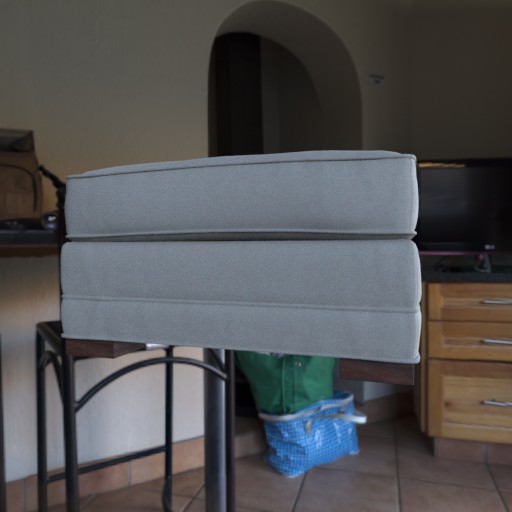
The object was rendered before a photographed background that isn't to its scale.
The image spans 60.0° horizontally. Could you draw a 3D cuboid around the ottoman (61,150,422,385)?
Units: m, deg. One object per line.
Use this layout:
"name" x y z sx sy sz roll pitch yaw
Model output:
"ottoman" 0.000 0.000 1.228 0.848 0.482 0.611 0 1 18
